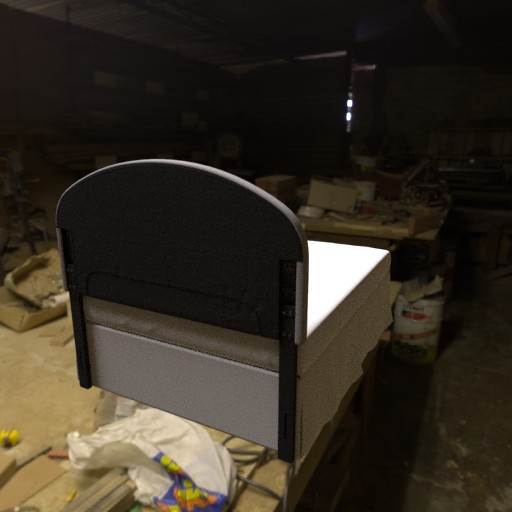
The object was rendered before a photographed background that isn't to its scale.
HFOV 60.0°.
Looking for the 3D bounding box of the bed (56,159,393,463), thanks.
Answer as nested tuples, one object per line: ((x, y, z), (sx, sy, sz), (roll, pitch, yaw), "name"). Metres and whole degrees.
((0.000, 0.000, 3.110), (1.607, 1.410, 2.005), (8, 17, 27), "bed")
